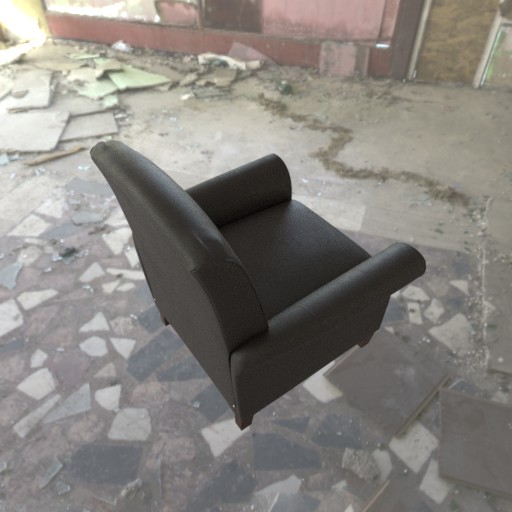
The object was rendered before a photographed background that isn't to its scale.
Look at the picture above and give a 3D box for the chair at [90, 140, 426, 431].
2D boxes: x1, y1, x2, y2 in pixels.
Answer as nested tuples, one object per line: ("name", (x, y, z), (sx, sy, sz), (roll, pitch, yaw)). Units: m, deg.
("chair", (0.000, 0.000, 1.806), (0.902, 1.061, 0.978), (-26, 49, -25))
